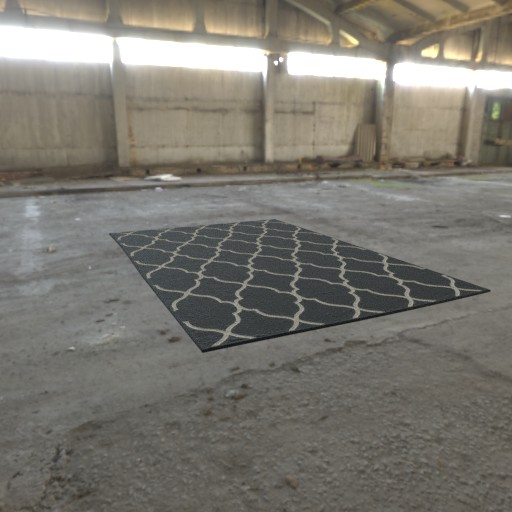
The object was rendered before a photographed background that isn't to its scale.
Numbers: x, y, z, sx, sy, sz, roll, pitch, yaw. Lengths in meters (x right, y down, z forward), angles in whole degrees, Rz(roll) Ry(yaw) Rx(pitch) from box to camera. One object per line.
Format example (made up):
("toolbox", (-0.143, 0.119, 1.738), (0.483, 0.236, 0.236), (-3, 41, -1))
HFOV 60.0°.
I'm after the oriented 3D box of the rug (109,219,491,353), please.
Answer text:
("rug", (0.000, 0.000, 2.883), (1.526, 0.014, 2.290), (-7, 16, -25))
